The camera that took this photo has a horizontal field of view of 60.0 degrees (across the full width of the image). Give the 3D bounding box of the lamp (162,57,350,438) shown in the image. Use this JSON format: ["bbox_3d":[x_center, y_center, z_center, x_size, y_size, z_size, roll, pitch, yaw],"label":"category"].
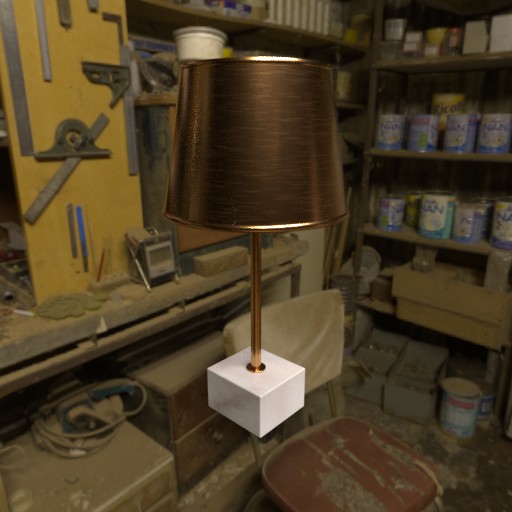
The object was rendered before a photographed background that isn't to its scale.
[{"bbox_3d":[0.000,0.000,0.517,0.208,0.406,0.208,0,16,0],"label":"lamp"}]
